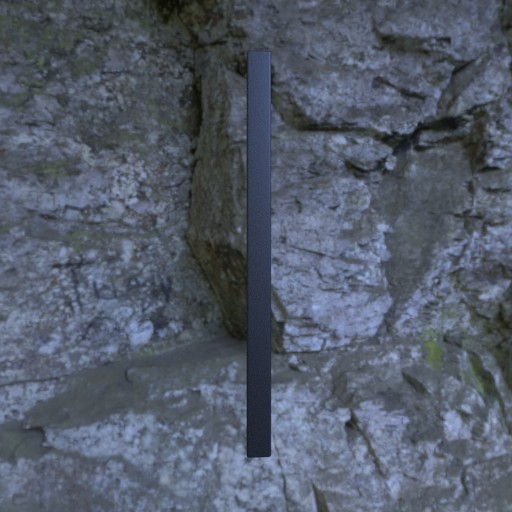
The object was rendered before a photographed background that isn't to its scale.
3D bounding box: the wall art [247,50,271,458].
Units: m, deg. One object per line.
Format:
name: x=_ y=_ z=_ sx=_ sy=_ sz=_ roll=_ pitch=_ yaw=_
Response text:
wall art: x=0.000 y=0.000 z=0.773 sx=0.031 sy=0.457 sz=0.558 roll=0 pitch=-1 yaw=-1
